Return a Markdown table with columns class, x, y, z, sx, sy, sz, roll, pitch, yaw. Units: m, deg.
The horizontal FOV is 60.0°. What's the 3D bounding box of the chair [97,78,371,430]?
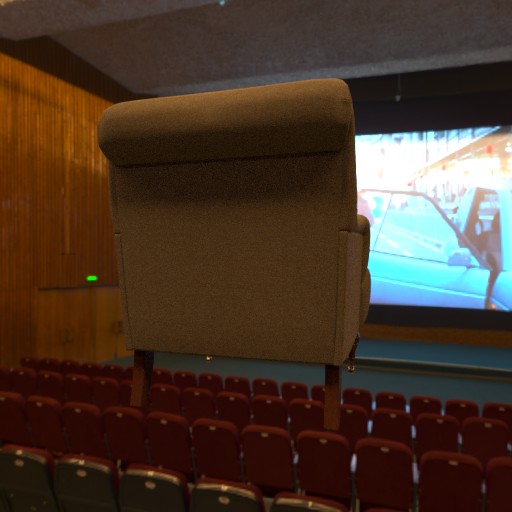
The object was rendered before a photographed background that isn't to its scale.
| class | x | y | z | sx | sy | sz | roll | pitch | yaw |
| --- | --- | --- | --- | --- | --- | --- | --- | --- | --- |
| chair | 0.000 | 0.000 | 1.578 | 0.766 | 0.942 | 0.843 | 0 | 1 | 17 |
